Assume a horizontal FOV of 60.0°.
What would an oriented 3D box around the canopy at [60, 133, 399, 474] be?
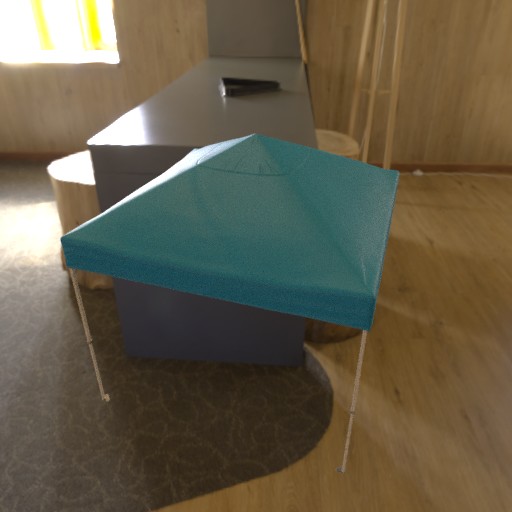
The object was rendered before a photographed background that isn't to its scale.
[{"bbox_3d":[0.000,0.000,5.429,2.996,2.997,2.998,10,32,16],"label":"canopy"}]
